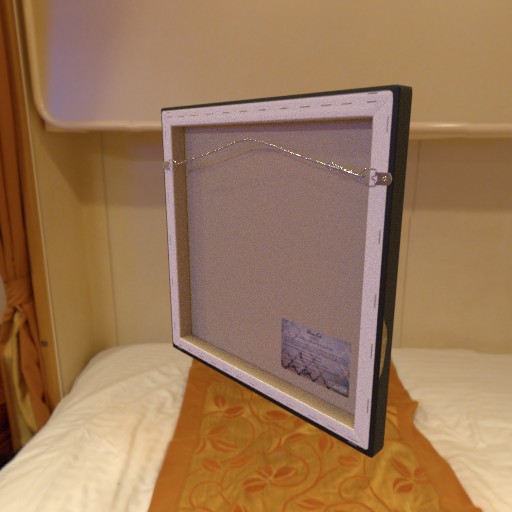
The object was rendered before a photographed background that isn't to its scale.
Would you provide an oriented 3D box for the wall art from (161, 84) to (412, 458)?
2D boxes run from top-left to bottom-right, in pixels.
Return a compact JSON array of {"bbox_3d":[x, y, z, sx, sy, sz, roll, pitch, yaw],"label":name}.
[{"bbox_3d":[0.000,0.000,0.914,0.043,0.611,0.610,-13,19,-43],"label":"wall art"}]
